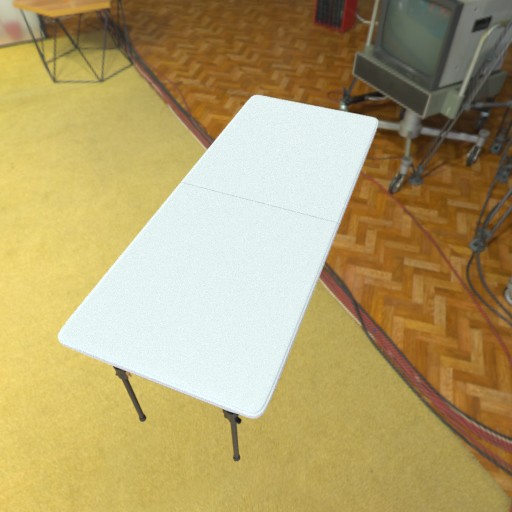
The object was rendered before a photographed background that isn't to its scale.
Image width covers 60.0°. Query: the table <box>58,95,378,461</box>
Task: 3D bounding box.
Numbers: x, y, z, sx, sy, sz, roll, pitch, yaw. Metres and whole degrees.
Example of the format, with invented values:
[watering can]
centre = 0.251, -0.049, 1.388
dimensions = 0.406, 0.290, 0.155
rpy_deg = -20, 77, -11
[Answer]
[table]
centre = 0.000, 0.000, 2.241
dimensions = 0.761, 0.719, 1.829
rpy_deg = 16, 49, 14
